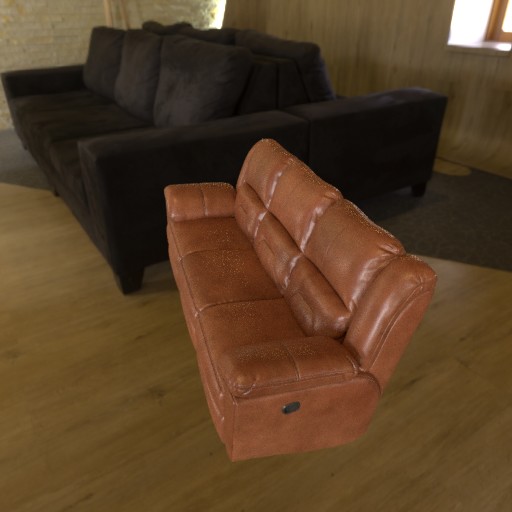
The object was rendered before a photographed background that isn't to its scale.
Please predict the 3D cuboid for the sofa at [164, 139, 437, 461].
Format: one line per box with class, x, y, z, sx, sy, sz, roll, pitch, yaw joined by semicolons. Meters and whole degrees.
sofa;0.000;0.000;2.881;0.991;1.043;2.337;-9;31;-14
